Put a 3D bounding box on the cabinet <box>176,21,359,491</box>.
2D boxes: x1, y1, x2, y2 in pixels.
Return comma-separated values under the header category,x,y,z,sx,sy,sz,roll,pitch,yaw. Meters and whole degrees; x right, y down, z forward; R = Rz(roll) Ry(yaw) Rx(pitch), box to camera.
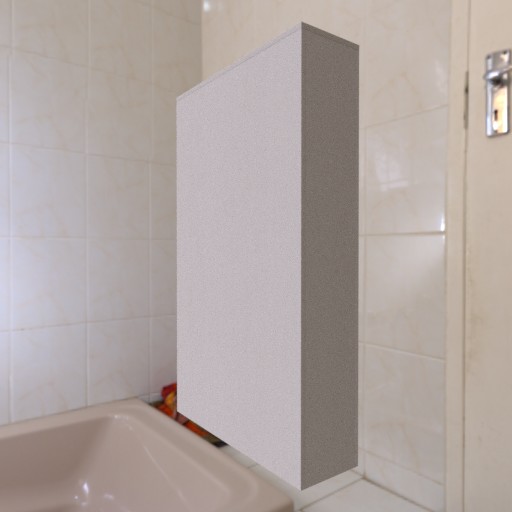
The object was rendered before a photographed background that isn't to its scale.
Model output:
category,x,y,z,sx,sy,sz,roll,pitch,yaw
cabinet,0.000,0.000,1.583,0.250,1.280,0.750,-1,1,-37
